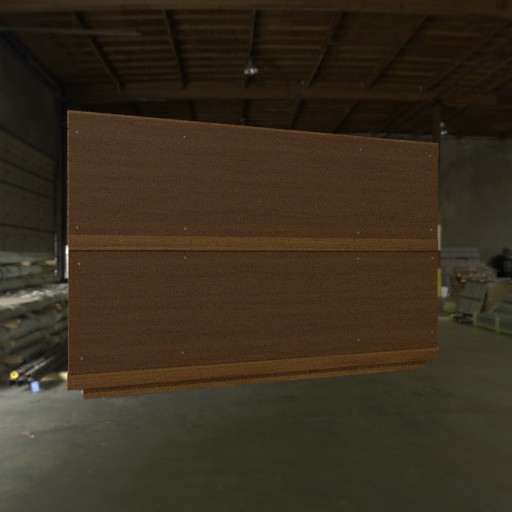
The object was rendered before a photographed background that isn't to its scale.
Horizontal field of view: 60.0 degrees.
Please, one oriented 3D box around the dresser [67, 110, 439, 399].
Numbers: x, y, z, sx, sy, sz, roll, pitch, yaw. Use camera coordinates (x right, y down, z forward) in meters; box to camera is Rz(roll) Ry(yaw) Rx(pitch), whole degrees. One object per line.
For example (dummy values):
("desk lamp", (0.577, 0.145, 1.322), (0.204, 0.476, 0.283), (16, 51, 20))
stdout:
("dresser", (0.000, 0.000, 1.657), (1.261, 0.825, 0.479), (0, 0, -17))
